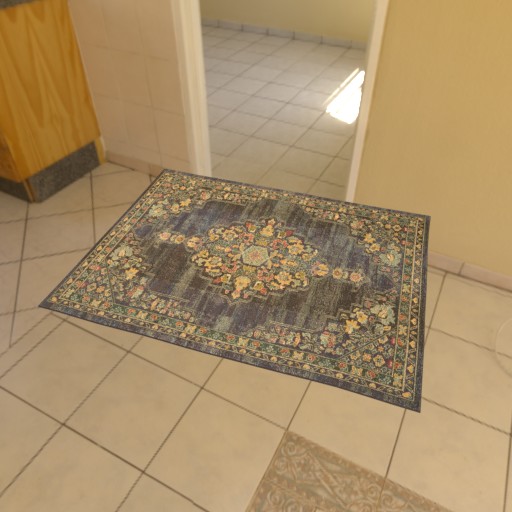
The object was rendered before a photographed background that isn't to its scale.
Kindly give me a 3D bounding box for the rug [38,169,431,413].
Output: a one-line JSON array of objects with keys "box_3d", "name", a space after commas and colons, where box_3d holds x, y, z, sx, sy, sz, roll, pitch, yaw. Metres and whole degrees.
[{"box_3d": [0.000, 0.000, 4.866, 3.612, 0.035, 2.716, 12, 43, 13], "name": "rug"}]
